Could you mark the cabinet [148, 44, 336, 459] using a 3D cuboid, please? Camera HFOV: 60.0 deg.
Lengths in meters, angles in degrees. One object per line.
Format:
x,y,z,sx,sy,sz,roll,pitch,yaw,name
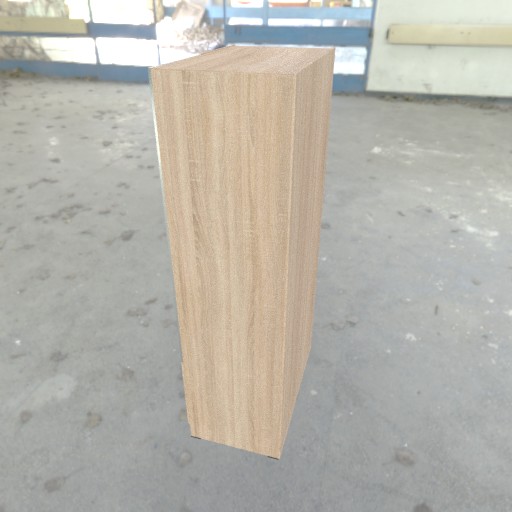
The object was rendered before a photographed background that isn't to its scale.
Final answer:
0.000,0.000,2.559,0.590,2.121,1.001,9,31,14,cabinet
